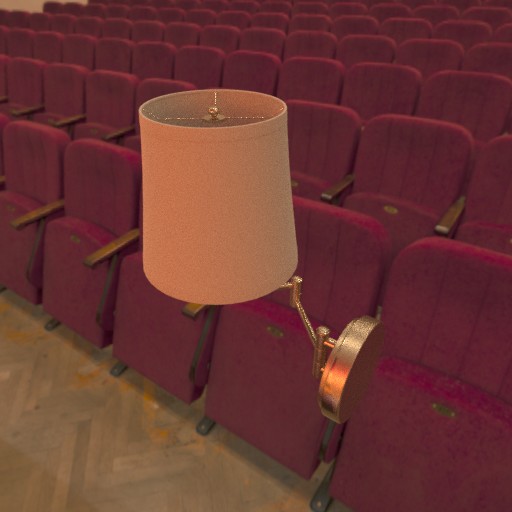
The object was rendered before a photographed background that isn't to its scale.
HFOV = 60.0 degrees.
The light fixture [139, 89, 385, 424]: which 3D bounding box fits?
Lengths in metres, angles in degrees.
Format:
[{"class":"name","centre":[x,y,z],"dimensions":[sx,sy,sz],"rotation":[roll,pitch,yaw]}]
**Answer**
[{"class":"light fixture","centre":[0.000,0.000,0.605],"dimensions":[0.348,0.381,0.223],"rotation":[21,39,29]}]
